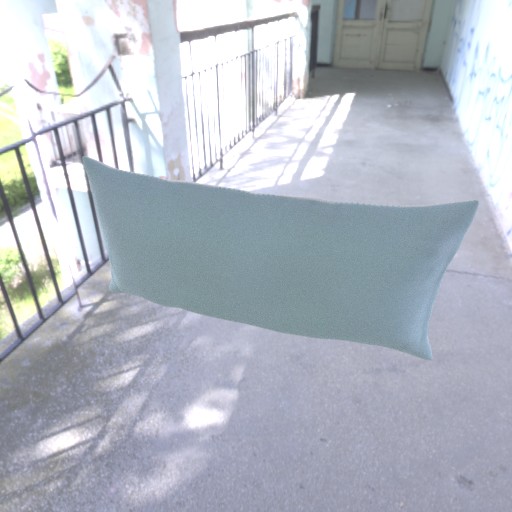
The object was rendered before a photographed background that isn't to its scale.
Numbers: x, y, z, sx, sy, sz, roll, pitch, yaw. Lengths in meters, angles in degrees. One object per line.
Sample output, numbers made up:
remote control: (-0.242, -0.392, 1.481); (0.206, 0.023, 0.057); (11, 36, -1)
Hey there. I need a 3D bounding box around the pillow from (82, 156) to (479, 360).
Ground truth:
pillow: (0.000, 0.000, 0.731); (0.610, 0.287, 0.151); (10, 33, 15)
